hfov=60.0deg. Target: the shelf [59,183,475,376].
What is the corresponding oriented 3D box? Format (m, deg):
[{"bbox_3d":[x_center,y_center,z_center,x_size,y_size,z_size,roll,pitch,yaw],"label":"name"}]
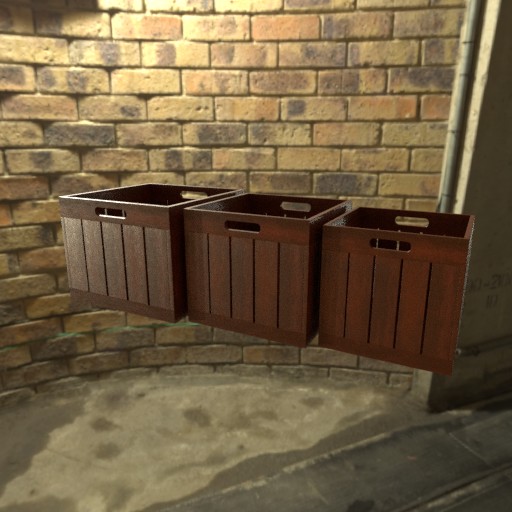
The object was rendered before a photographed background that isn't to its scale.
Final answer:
[{"bbox_3d":[0.000,0.000,1.237,1.064,0.311,0.393,8,18,26],"label":"shelf"}]
